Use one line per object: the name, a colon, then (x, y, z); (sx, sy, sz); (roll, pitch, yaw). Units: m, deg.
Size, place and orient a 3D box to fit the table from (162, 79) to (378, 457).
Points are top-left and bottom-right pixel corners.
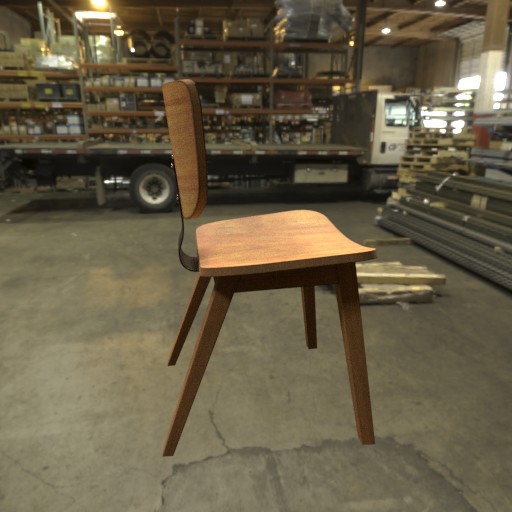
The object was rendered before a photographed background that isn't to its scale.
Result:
table: (0.000, 0.000, 1.130); (0.500, 0.805, 0.499); (-3, 17, -9)
